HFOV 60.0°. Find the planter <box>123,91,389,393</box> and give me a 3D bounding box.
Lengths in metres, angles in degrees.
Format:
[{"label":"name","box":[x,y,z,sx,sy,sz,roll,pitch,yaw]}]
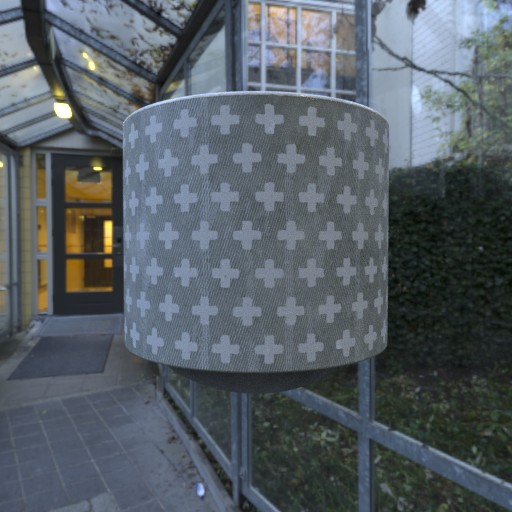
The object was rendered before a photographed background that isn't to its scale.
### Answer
[{"label":"planter","box":[0.000,0.000,0.438,0.250,0.239,0.250,0,2,0]}]
